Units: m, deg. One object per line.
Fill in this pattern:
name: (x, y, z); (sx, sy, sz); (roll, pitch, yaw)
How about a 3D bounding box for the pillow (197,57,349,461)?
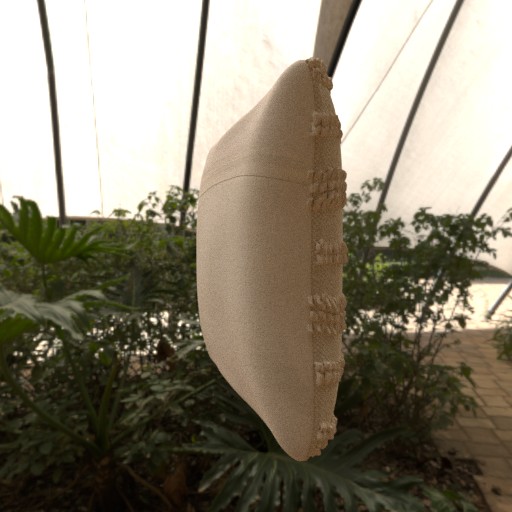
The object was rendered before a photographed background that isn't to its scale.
pillow: (0.000, 0.000, 0.657); (0.145, 0.427, 0.437); (-1, 2, -18)
